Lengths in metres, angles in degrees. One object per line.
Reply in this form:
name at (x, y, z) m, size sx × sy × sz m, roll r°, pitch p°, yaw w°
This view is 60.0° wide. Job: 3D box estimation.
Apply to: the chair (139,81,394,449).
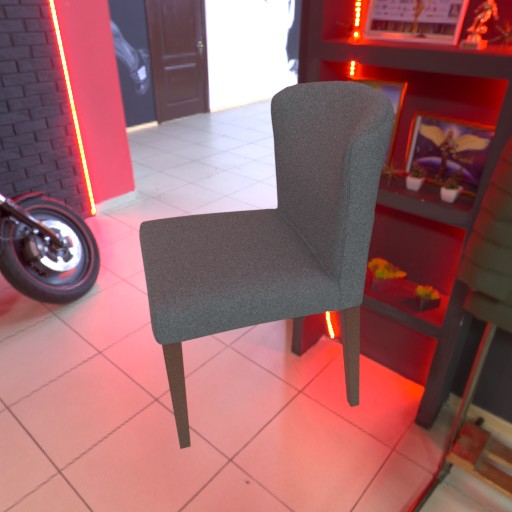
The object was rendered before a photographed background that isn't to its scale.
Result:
chair at (0.000, 0.000, 1.191) m, size 0.592 × 0.839 × 0.491 m, roll -9°, pitch 32°, yaw -14°
